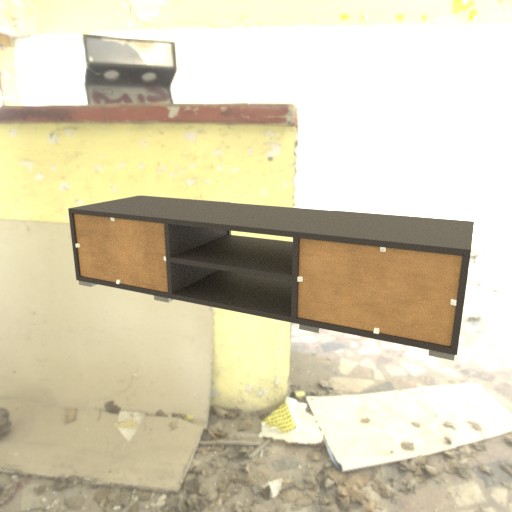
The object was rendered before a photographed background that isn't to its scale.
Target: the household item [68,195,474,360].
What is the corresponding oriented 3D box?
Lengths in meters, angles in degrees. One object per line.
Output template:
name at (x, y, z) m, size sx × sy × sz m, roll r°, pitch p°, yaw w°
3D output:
household item at (0.000, 0.000, 1.622) m, size 1.400 × 0.310 × 0.420 m, roll 8°, pitch 17°, yaw 25°
